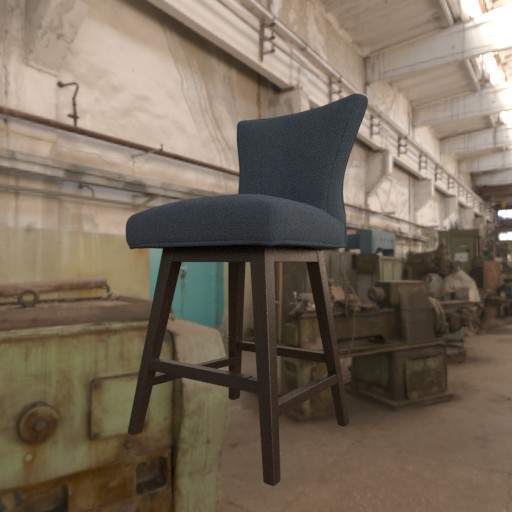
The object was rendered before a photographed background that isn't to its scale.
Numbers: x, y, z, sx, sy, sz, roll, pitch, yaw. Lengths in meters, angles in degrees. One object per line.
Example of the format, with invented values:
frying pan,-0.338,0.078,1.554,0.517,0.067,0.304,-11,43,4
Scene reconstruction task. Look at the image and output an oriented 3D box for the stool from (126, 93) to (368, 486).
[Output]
stool,0.000,0.000,1.318,0.514,1.000,0.574,-1,-1,36
